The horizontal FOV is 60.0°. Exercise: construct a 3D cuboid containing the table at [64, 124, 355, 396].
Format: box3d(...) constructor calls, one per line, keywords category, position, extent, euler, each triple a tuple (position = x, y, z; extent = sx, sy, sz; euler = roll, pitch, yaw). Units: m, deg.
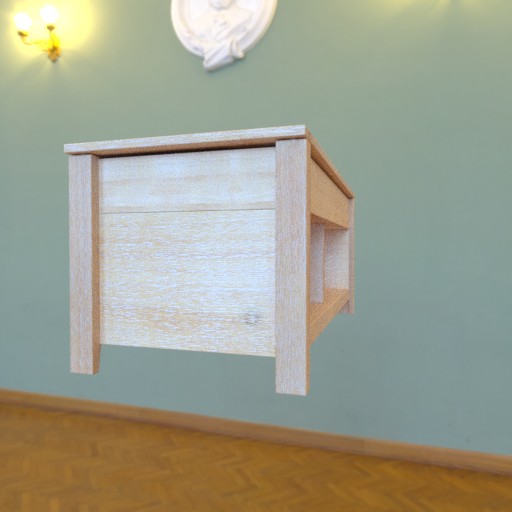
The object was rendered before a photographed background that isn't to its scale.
box3d(category="table", position=(0.000, 0.000, 1.294), extent=(0.483, 0.457, 1.016), euler=(0, 1, 17))
